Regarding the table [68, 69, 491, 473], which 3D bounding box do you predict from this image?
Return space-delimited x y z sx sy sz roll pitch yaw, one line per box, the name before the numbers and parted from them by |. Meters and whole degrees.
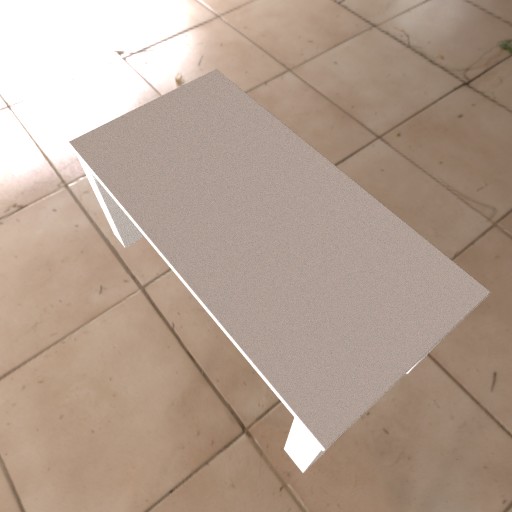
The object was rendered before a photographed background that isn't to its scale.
table | 0.000 0.000 2.280 0.900 0.790 1.800 -35 64 -20
